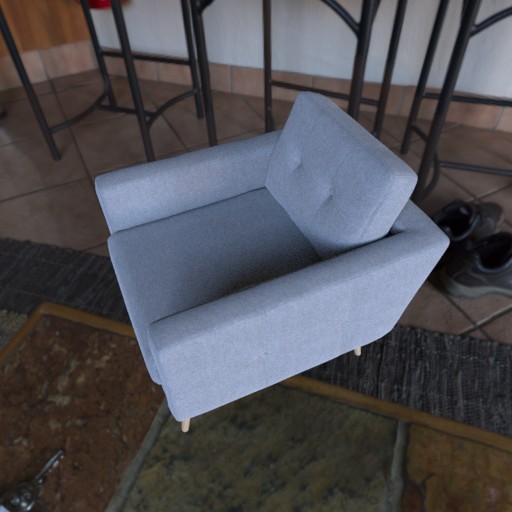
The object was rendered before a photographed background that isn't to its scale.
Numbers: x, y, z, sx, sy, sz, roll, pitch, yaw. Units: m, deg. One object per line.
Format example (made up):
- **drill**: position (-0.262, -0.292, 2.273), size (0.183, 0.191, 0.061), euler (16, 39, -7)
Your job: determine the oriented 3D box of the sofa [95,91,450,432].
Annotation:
- **sofa**: position (0.000, 0.000, 1.536), size (0.920, 0.860, 0.770), euler (-19, 50, -17)
